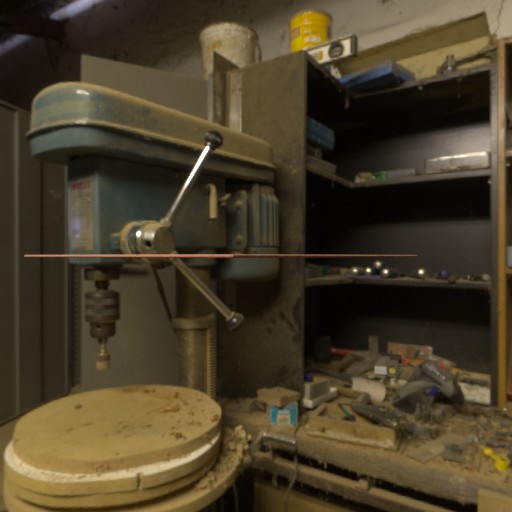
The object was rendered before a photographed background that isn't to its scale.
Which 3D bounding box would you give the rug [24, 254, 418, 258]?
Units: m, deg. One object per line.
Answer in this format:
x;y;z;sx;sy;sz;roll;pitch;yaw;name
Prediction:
0.000;0.000;3.083;1.524;0.014;2.438;0;0;35;rug
